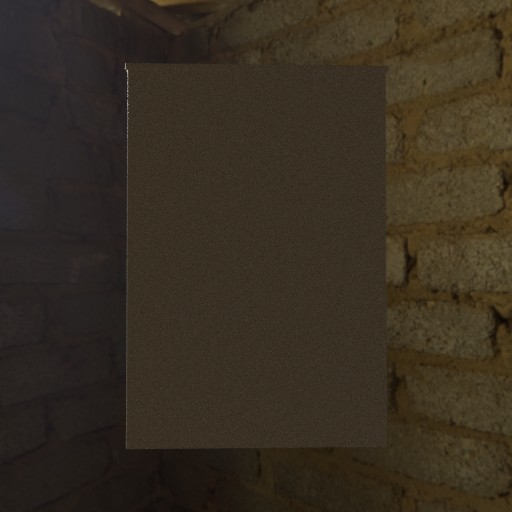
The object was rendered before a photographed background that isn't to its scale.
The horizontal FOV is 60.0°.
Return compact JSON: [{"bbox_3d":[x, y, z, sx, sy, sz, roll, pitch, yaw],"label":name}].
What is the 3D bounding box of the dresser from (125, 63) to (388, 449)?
[{"bbox_3d":[0.000,0.000,1.379,0.704,1.021,0.401,0,-1,-1],"label":"dresser"}]
